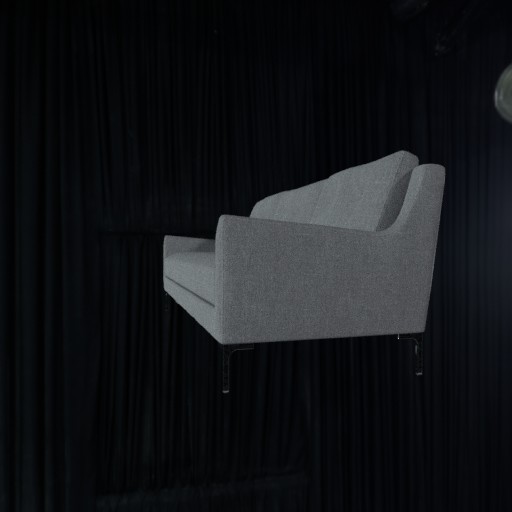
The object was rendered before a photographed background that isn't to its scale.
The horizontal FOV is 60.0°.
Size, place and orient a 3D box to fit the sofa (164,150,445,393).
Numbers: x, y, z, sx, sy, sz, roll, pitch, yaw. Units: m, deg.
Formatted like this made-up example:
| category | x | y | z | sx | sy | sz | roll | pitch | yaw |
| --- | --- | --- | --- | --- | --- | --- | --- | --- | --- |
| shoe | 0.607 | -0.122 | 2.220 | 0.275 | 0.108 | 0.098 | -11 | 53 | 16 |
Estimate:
| category | x | y | z | sx | sy | sz | roll | pitch | yaw |
| --- | --- | --- | --- | --- | --- | --- | --- | --- | --- |
| sofa | 0.000 | 0.000 | 2.468 | 0.849 | 0.837 | 2.060 | 0 | 1 | -17 |
